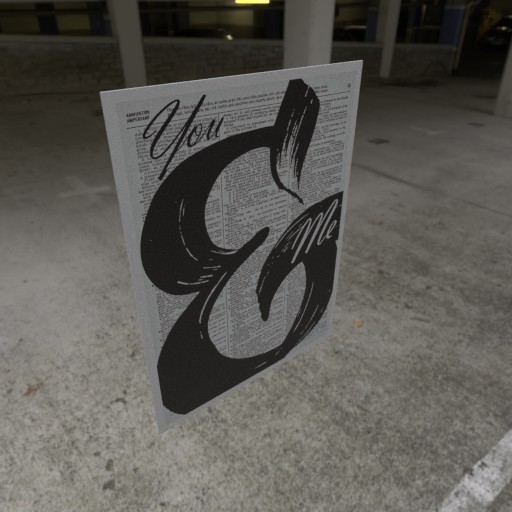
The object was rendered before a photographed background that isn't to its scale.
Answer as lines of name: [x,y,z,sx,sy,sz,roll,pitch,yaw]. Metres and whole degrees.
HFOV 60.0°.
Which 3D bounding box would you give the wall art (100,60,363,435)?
wall art: [0.000,0.000,0.791,0.457,0.609,0.003,-22,37,-32]
